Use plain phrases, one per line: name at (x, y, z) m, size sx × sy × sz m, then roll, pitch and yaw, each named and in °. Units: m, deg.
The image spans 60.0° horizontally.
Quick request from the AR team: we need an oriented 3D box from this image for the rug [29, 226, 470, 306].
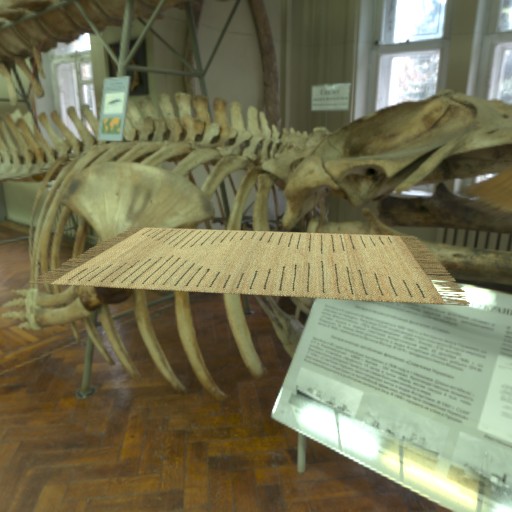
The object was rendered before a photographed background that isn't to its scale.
rug at (0.000, 0.000, 2.597) m, size 2.085 × 0.027 × 1.224 m, roll 2°, pitch 17°, yaw 8°
